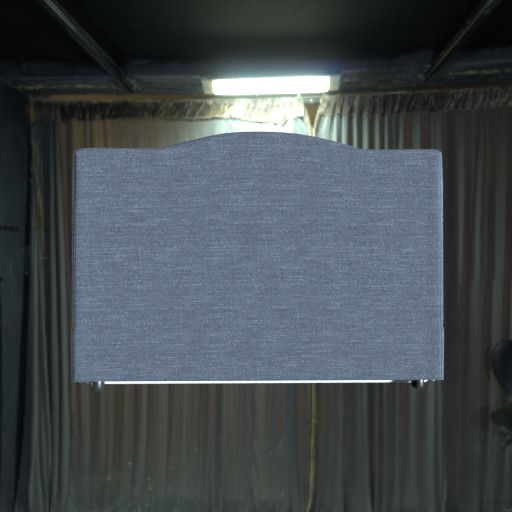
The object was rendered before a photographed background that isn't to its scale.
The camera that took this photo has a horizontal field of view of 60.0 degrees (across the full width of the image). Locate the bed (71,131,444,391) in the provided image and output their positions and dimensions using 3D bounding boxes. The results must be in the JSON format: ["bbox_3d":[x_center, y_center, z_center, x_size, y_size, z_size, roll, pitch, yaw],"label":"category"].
[{"bbox_3d":[0.000,0.000,3.799,2.161,1.457,2.689,0,1,-1],"label":"bed"}]
